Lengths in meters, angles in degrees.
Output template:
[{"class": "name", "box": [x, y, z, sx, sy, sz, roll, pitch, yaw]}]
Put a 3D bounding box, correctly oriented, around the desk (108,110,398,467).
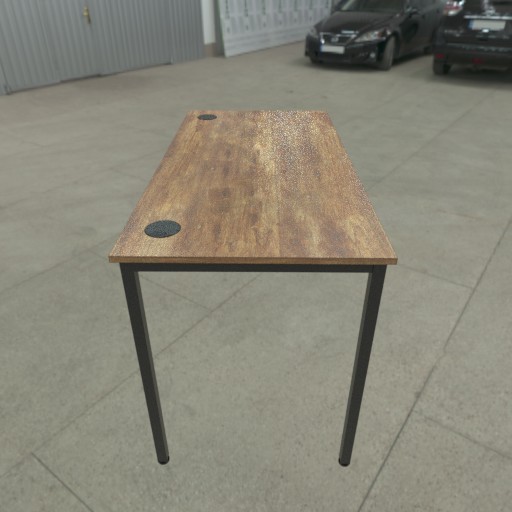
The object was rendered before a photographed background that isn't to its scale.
[{"class": "desk", "box": [0.000, 0.000, 1.622, 0.600, 0.749, 1.200, 0, 32, 1]}]
